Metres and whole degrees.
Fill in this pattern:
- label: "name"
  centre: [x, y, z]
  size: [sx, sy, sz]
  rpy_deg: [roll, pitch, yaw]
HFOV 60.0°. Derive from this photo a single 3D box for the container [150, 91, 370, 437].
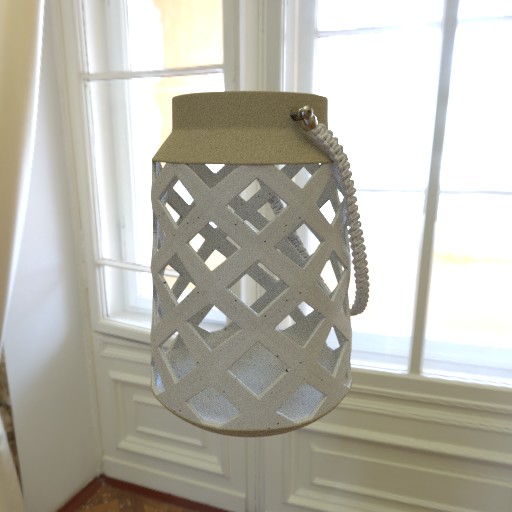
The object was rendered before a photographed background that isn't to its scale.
- label: "container"
  centre: [0.000, 0.000, 0.342]
  size: [0.172, 0.229, 0.163]
  rpy_deg: [-7, 16, -26]
